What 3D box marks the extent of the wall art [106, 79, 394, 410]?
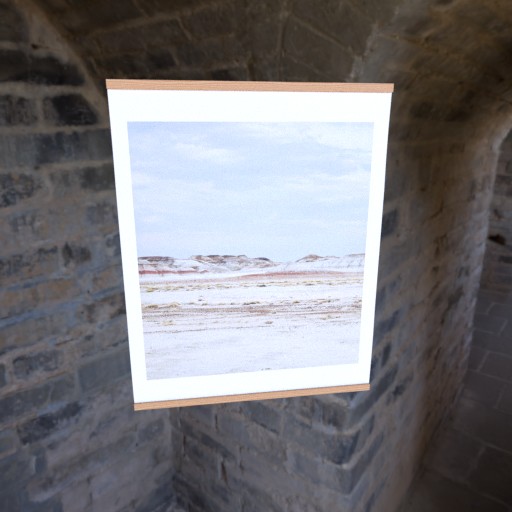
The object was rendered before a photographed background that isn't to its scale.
[{"bbox_3d":[0.000,0.000,0.690,0.404,0.507,0.010,-2,16,-8],"label":"wall art"}]
